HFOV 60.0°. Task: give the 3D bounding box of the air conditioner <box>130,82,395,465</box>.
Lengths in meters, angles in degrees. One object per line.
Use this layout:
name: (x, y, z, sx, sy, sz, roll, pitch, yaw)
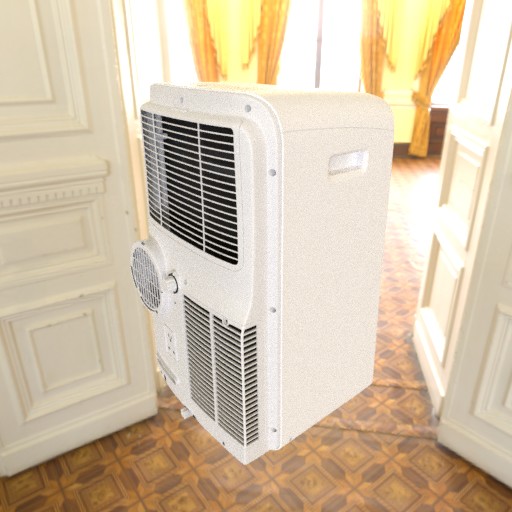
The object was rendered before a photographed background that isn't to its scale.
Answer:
air conditioner: (0.000, 0.000, 1.051, 0.467, 0.765, 0.478, -18, 30, -34)
